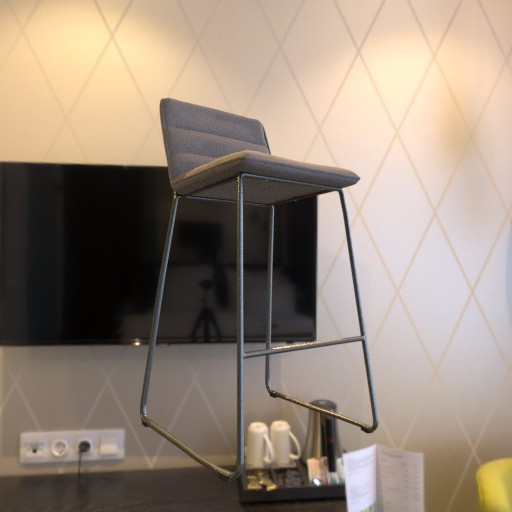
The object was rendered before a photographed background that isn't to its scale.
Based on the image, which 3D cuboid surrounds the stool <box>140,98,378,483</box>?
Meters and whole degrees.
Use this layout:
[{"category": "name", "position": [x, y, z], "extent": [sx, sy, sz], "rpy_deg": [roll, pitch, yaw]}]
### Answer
[{"category": "stool", "position": [0.000, 0.000, 1.247], "extent": [0.490, 0.960, 0.490], "rpy_deg": [1, -2, -37]}]
